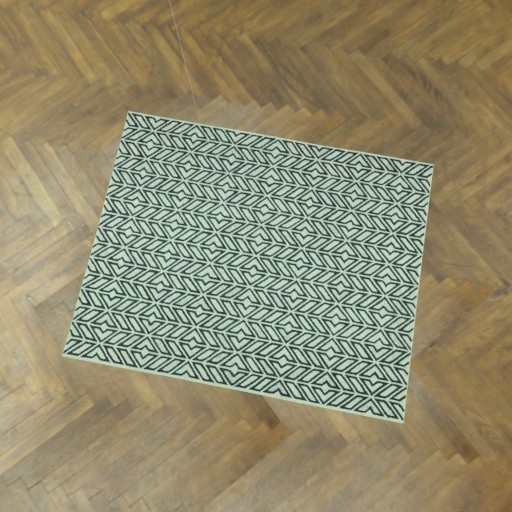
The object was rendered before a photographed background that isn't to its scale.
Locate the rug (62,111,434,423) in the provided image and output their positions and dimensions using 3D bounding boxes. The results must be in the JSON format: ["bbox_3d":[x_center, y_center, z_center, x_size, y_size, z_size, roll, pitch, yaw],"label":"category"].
[{"bbox_3d":[0.000,0.000,4.113,3.045,0.008,2.421,11,79,2],"label":"rug"}]
